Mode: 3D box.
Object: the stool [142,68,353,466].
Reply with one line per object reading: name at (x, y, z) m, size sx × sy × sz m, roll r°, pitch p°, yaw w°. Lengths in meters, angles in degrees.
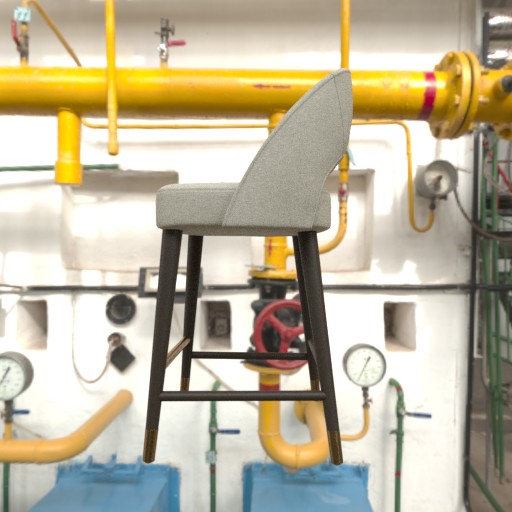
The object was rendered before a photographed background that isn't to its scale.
stool at (0.000, 0.000, 1.220) m, size 0.509 × 0.940 × 0.494 m, roll 0°, pitch 1°, yaw 1°
